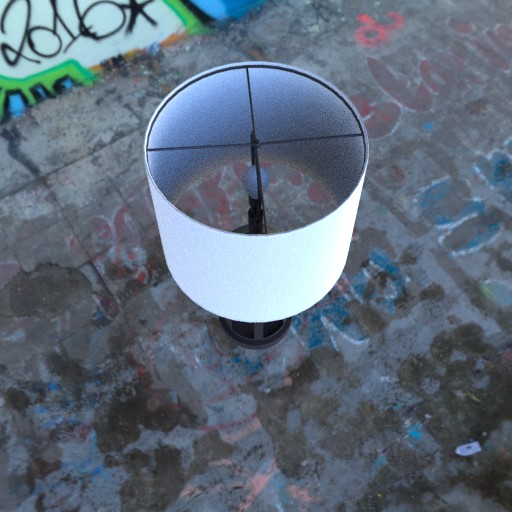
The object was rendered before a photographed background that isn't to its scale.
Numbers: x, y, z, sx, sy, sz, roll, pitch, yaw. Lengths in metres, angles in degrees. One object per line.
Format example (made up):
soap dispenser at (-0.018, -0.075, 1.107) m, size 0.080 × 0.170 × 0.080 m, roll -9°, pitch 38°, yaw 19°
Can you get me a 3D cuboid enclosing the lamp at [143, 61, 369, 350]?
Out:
lamp at (0.000, 0.000, 0.662) m, size 0.251 × 0.509 × 0.251 m, roll 0°, pitch 63°, yaw 0°
